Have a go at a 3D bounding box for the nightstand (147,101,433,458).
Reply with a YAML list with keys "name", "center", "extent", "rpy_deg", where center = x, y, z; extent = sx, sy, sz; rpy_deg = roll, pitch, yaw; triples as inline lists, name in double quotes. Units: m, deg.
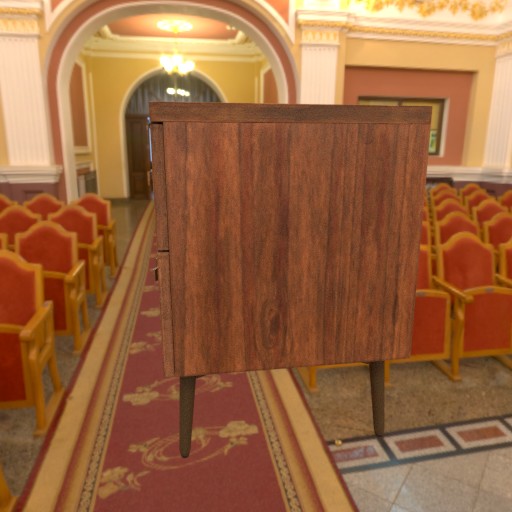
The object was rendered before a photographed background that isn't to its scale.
- name: "nightstand"
  center: [0.000, 0.000, 1.019]
  extent: [0.458, 0.610, 0.610]
  rpy_deg: [-2, 14, -9]
